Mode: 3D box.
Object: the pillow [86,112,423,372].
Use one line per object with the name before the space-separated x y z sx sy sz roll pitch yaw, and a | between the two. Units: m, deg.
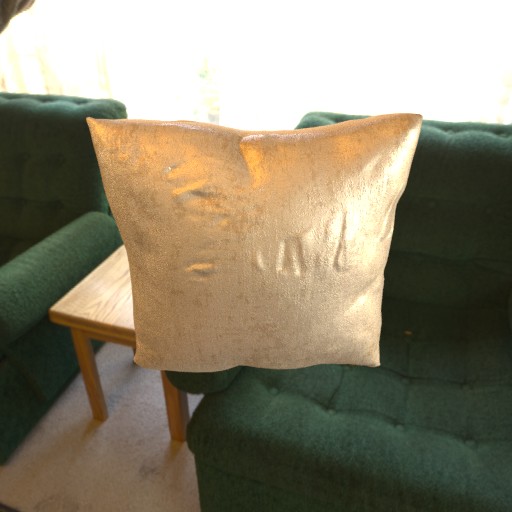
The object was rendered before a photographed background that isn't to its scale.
pillow | 0.000 0.000 0.704 0.450 0.448 0.245 1 31 1
